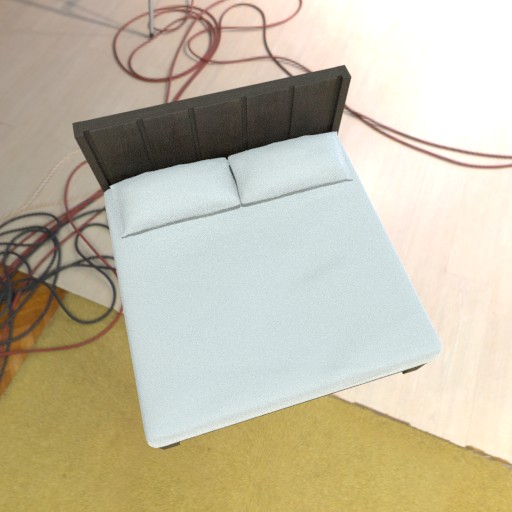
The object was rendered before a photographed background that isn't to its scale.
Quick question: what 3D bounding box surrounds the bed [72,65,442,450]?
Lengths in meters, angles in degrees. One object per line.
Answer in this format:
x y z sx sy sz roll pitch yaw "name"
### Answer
0.000 0.000 3.447 2.143 1.261 2.238 -15 64 -7 "bed"
